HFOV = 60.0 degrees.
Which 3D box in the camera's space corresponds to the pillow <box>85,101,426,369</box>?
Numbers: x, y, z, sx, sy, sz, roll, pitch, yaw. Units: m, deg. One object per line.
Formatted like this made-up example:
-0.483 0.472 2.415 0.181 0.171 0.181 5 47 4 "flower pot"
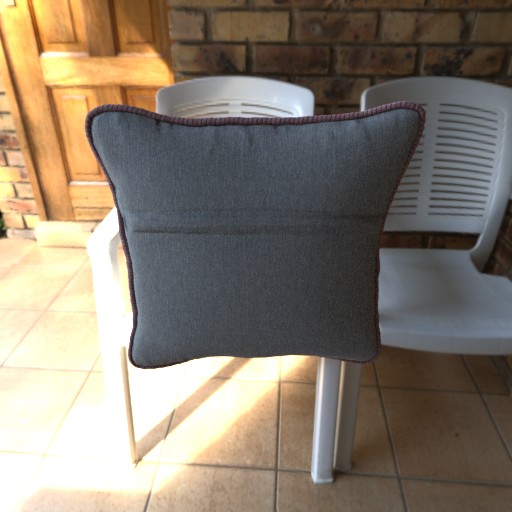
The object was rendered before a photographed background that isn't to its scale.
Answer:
0.000 0.000 0.736 0.482 0.491 0.124 -1 30 -2 "pillow"
